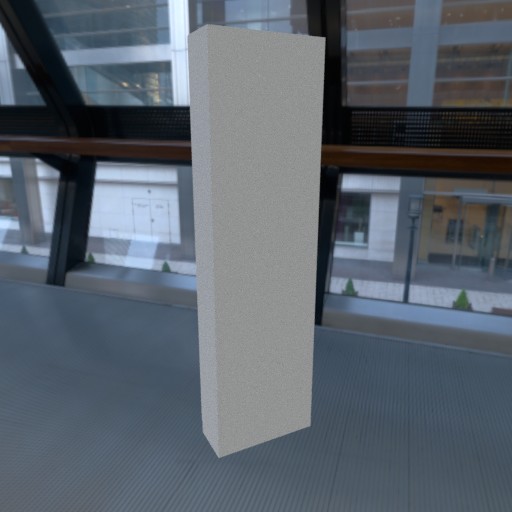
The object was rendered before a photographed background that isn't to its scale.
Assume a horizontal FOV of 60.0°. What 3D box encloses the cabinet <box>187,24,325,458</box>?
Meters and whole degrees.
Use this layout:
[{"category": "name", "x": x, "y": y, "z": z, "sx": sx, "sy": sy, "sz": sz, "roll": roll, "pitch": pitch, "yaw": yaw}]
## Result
[{"category": "cabinet", "x": 0.000, "y": 0.000, "z": 1.986, "sx": 0.500, "sy": 1.790, "sz": 0.230, "roll": -8, "pitch": 18, "yaw": -26}]
